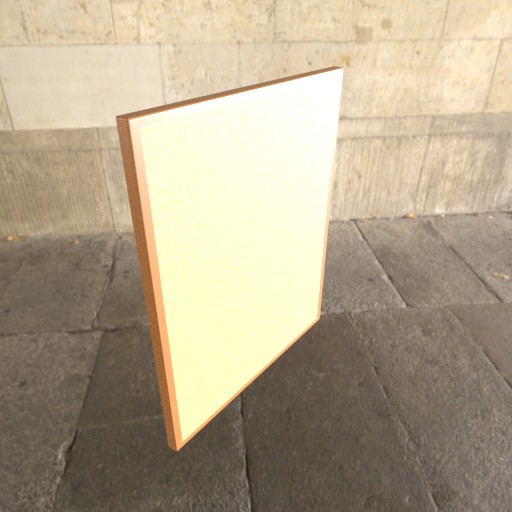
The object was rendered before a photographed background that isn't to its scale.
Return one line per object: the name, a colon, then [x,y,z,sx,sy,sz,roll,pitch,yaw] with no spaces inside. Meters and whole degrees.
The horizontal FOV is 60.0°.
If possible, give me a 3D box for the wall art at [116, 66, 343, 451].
wall art: [0.000,0.000,0.755,0.021,0.550,0.449,23,38,33]
